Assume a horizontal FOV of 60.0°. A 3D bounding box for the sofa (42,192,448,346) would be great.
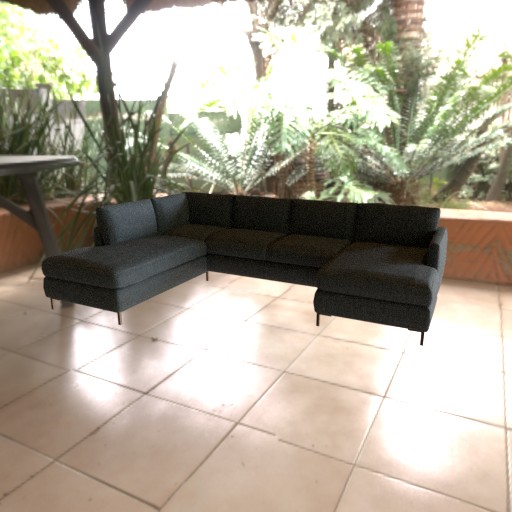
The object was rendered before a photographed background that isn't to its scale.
[{"bbox_3d":[0.000,0.000,3.556,2.737,0.753,1.879,7,16,26],"label":"sofa"}]
